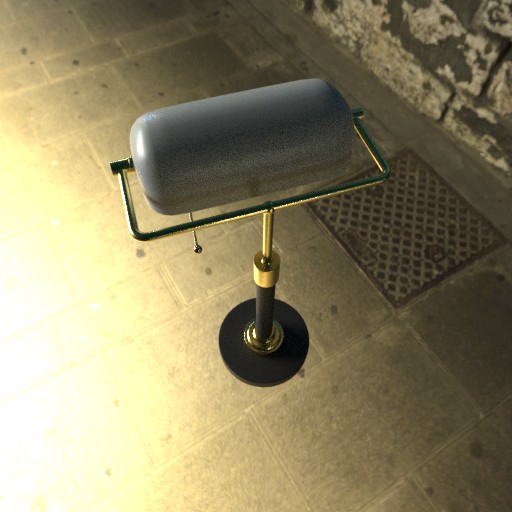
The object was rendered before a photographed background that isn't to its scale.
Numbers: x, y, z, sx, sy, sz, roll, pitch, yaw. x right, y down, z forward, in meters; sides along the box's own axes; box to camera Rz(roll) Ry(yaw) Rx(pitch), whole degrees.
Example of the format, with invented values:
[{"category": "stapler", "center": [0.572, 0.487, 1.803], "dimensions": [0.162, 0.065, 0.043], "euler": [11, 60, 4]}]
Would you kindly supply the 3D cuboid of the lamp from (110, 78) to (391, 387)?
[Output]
[{"category": "lamp", "center": [0.000, 0.000, 0.564], "dimensions": [0.269, 0.404, 0.227], "euler": [-15, 59, -9]}]
